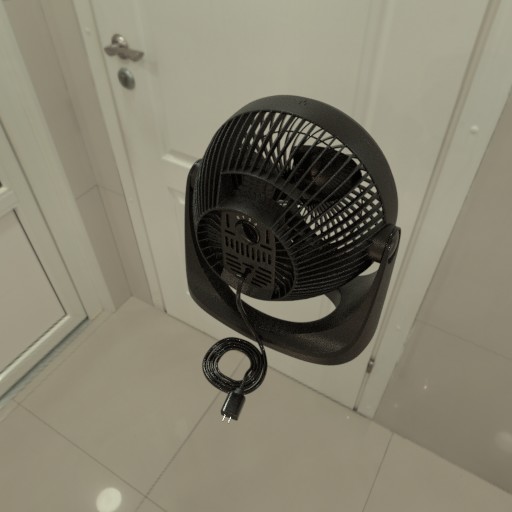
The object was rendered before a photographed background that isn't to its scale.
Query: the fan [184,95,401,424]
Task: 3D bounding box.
[{"bbox_3d":[0.000,0.000,0.486,0.273,0.277,0.256,23,50,21],"label":"fan"}]
